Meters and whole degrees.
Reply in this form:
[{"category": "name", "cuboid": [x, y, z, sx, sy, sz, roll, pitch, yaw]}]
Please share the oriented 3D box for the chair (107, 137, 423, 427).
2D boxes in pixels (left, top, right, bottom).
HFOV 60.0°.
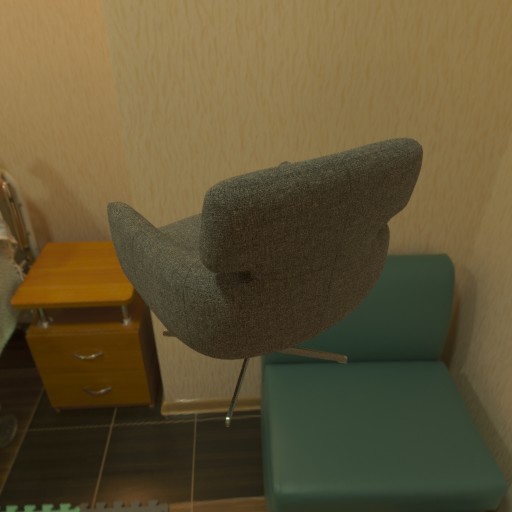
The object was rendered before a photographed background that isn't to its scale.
[{"category": "chair", "cuboid": [0.000, 0.000, 1.355, 0.706, 0.812, 0.715, -19, 37, -28]}]
